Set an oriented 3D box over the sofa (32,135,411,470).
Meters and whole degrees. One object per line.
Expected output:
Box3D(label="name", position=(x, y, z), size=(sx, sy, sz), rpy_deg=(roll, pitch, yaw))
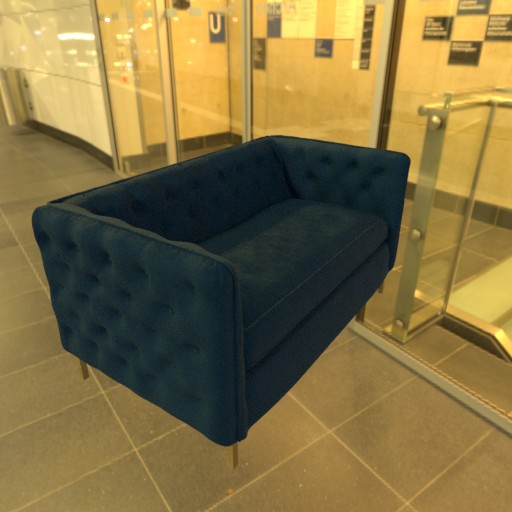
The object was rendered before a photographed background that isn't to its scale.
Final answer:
Box3D(label="sofa", position=(0.000, 0.000, 2.074), size=(0.909, 0.810, 1.583), rpy_deg=(17, 31, 31))
